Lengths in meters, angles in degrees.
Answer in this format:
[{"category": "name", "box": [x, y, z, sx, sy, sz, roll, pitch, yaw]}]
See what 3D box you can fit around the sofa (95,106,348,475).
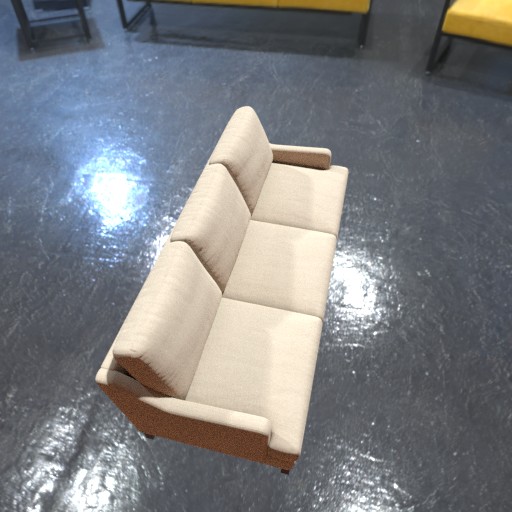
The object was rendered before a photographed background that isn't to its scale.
[{"category": "sofa", "box": [0.000, 0.000, 2.903, 1.000, 0.913, 2.321, 10, 49, 9]}]
